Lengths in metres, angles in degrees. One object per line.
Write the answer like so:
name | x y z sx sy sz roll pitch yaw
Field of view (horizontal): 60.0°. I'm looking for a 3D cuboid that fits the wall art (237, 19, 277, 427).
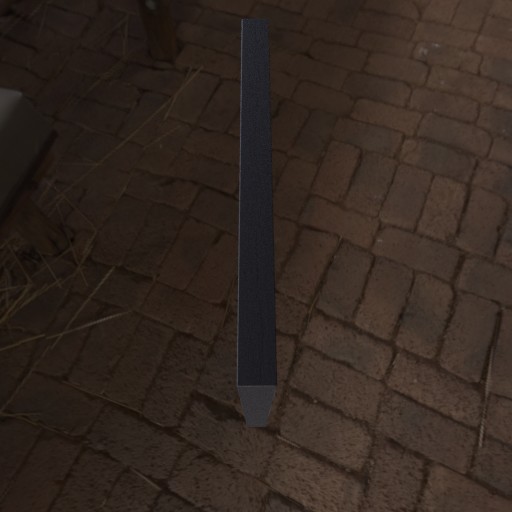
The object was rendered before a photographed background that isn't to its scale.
wall art | 0.000 0.000 0.752 0.038 0.507 0.507 0 65 0
